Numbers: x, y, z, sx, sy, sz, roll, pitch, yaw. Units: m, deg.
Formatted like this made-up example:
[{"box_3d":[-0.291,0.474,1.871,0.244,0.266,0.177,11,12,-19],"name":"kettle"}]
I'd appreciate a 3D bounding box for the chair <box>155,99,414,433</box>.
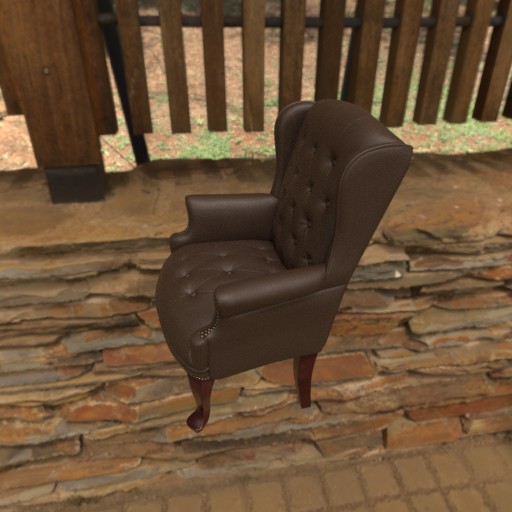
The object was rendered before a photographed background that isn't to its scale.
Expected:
[{"box_3d":[0.000,0.000,1.754,0.819,1.132,0.829,-7,31,-12],"name":"chair"}]
